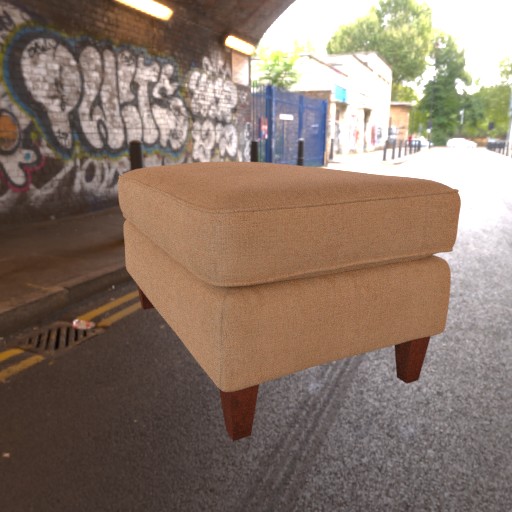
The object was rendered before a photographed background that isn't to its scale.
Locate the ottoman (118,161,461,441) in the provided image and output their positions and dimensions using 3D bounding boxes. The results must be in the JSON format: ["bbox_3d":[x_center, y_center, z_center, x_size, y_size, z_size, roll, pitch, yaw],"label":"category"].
[{"bbox_3d":[0.000,0.000,1.213,0.583,0.484,0.862,-7,17,-26],"label":"ottoman"}]
